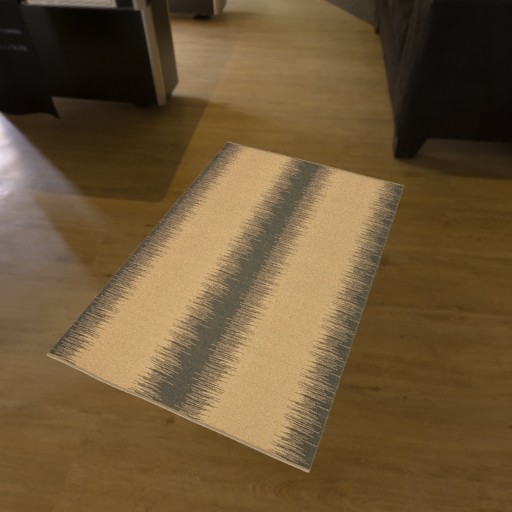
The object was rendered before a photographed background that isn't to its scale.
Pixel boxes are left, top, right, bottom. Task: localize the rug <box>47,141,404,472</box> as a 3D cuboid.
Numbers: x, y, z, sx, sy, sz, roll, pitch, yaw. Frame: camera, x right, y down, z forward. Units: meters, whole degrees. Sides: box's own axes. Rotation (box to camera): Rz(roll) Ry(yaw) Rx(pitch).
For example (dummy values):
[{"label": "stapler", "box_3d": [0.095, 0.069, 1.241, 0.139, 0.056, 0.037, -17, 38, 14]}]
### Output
[{"label": "rug", "box_3d": [0.000, 0.000, 2.378, 1.234, 0.006, 1.854, 18, 50, 16]}]
